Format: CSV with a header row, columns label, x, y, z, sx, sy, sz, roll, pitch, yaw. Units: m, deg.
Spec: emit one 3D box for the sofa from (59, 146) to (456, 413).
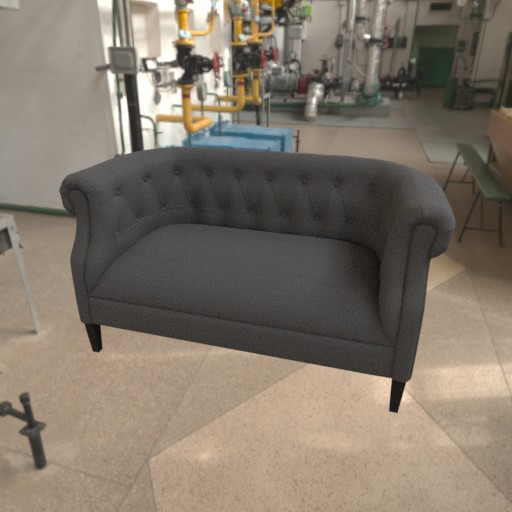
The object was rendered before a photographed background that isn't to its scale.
label,x,y,z,sx,sy,sz,roll,pitch,yaw
sofa,0.000,0.000,2.052,1.558,0.827,0.835,7,27,14
